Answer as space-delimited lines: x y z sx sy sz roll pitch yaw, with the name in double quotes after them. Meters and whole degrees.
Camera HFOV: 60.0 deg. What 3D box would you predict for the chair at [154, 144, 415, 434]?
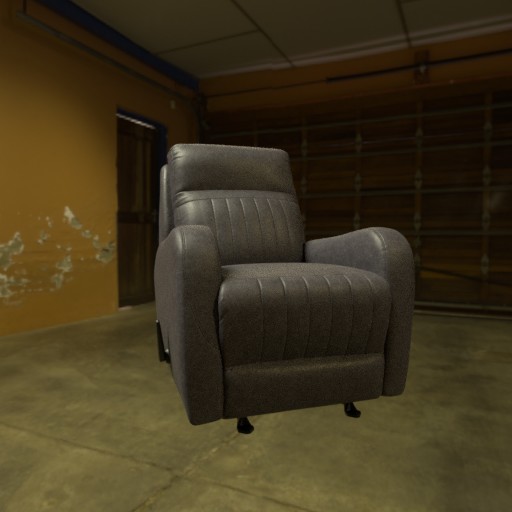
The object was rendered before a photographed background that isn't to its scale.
0.000 0.000 1.836 0.865 1.067 1.067 -1 2 -19 "chair"
